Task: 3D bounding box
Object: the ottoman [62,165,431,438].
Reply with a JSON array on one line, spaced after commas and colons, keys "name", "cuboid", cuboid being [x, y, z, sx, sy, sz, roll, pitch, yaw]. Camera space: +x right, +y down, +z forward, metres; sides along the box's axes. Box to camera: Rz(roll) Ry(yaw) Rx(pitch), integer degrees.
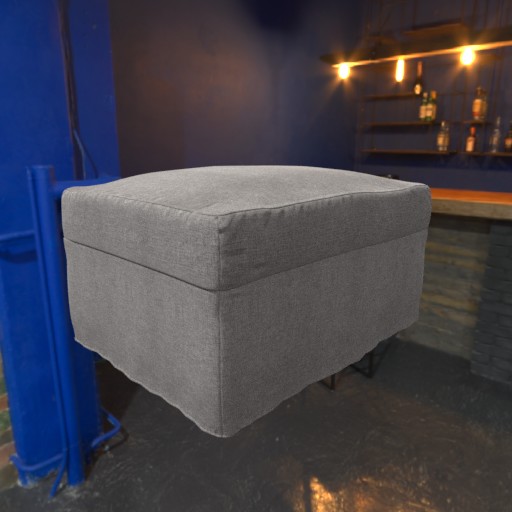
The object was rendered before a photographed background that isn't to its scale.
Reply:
[{"name": "ottoman", "cuboid": [0.000, 0.000, 1.255, 0.652, 0.492, 0.833, 14, 20, 43]}]
